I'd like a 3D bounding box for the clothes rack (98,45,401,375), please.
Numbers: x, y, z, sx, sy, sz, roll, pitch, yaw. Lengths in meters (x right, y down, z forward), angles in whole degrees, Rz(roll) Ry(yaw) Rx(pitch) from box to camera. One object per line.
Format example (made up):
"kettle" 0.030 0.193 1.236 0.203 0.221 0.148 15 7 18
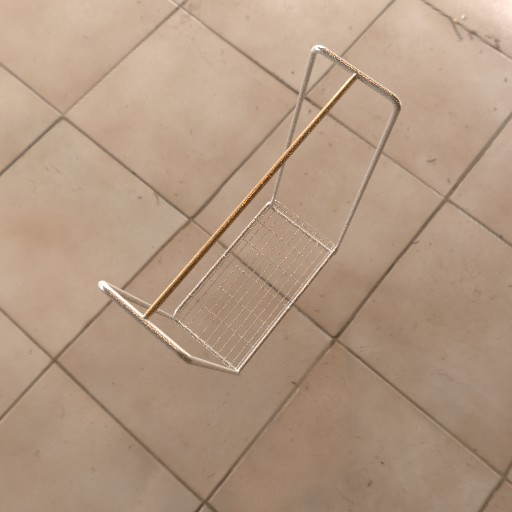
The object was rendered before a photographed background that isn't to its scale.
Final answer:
"clothes rack" 0.000 0.000 1.868 0.495 1.500 0.900 38 79 9
